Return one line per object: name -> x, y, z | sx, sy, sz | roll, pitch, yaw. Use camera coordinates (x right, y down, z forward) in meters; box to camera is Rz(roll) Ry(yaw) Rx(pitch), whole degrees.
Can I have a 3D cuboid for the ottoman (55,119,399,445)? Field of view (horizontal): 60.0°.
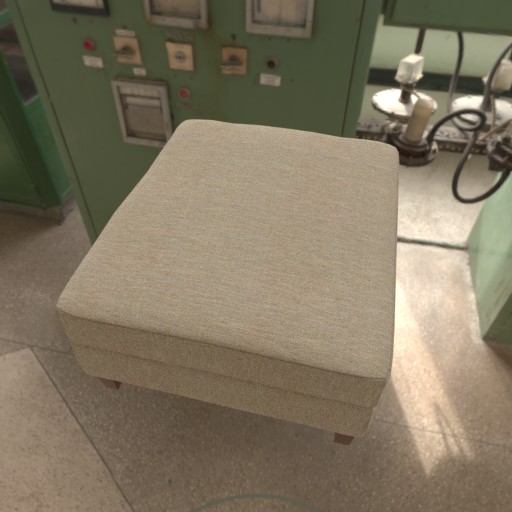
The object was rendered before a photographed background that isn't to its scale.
ottoman -> 0.000, 0.000, 1.469 | 0.836, 0.492, 0.976 | 10, 47, 9
